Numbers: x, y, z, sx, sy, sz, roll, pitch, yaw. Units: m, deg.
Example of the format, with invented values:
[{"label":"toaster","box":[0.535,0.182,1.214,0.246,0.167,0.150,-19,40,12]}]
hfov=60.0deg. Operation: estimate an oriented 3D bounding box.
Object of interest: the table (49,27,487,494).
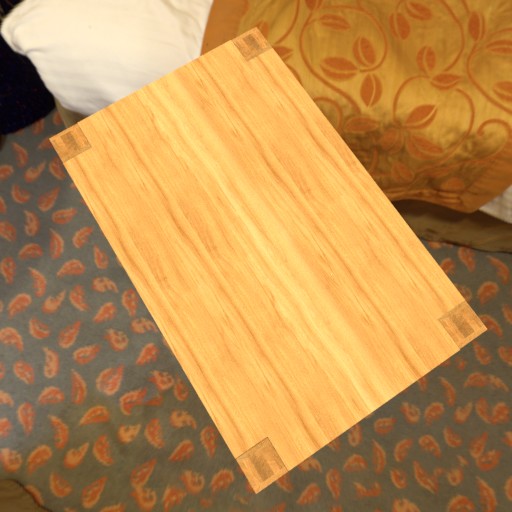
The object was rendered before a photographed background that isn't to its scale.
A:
[{"label":"table","box":[0.000,0.000,1.898,0.900,0.760,1.400,-32,78,-8]}]
